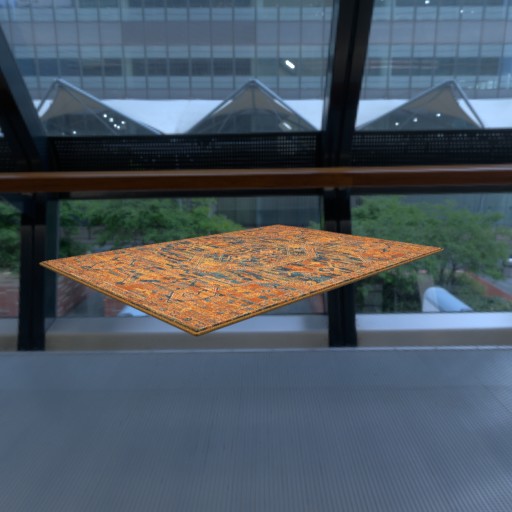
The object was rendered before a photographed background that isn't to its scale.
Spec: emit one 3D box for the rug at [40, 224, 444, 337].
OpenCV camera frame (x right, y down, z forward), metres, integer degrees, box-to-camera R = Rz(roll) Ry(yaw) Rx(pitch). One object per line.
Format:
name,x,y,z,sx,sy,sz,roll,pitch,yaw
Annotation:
rug,0.000,0.000,2.947,2.204,0.024,1.588,-12,18,-43
